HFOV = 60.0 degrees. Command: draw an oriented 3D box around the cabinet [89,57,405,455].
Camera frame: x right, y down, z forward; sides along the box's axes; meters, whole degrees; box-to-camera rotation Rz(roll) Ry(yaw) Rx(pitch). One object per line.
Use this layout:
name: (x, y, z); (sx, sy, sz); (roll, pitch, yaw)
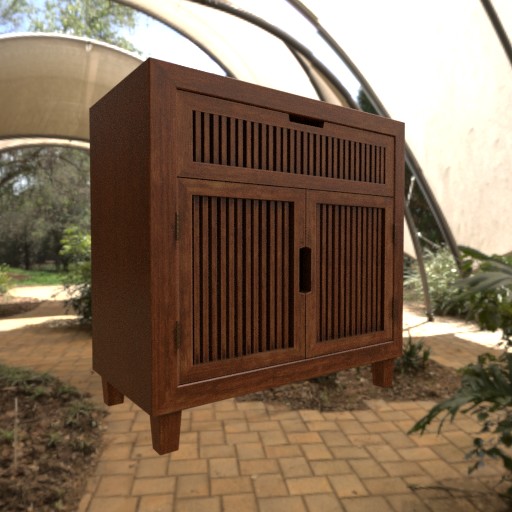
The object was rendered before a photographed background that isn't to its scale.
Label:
cabinet: (0.000, 0.000, 1.251); (0.796, 0.785, 0.412); (-1, 2, -36)
